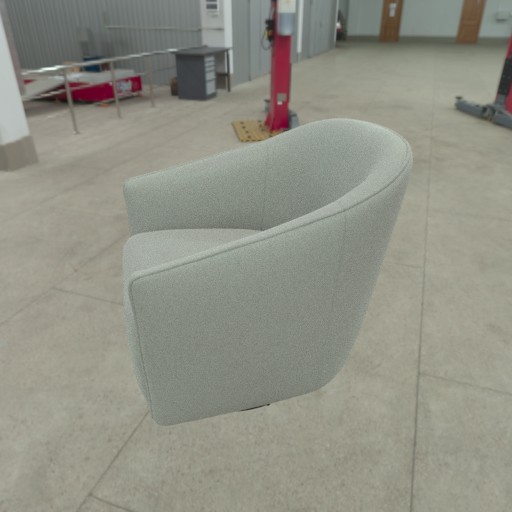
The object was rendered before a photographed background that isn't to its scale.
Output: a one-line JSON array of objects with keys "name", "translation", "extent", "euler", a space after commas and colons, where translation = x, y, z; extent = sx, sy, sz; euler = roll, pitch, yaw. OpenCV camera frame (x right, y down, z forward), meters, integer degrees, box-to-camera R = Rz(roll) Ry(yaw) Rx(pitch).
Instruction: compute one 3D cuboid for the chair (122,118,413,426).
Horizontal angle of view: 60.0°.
[{"name": "chair", "translation": [0.000, 0.000, 1.480], "extent": [0.875, 0.799, 0.747], "euler": [-8, 30, -14]}]
